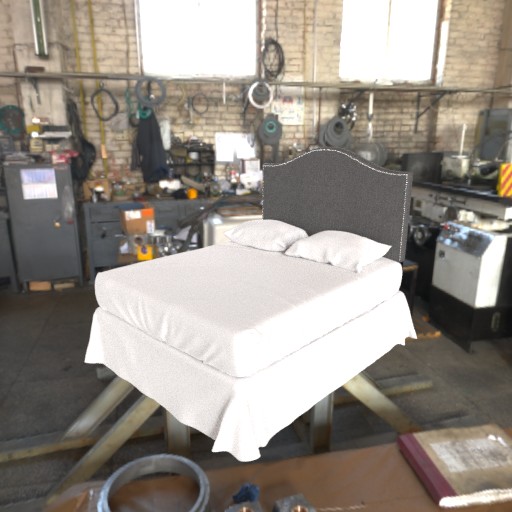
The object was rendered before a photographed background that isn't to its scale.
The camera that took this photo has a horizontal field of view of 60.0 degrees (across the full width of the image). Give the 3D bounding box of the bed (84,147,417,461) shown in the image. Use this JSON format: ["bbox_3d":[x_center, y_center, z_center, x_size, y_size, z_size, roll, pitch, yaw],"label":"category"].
[{"bbox_3d":[0.000,0.000,3.528,1.876,1.645,2.221,14,21,41],"label":"bed"}]
